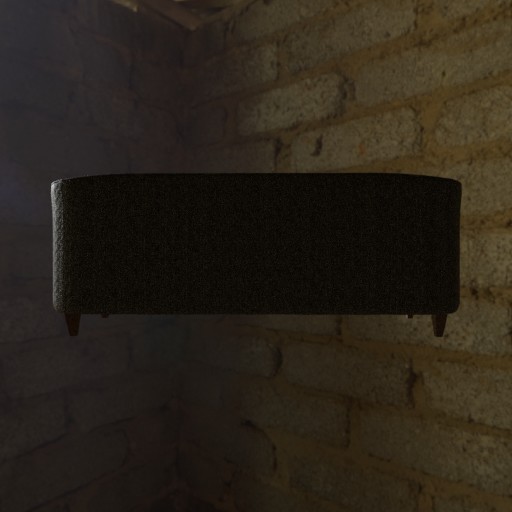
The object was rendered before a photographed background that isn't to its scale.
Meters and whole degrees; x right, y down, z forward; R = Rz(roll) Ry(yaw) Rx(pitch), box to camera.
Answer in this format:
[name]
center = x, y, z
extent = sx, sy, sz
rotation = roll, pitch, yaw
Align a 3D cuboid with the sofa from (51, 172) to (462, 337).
[sofa]
center = 0.000, 0.000, 2.713
extent = 2.278, 0.855, 0.941
rotation = 0, 0, 1
